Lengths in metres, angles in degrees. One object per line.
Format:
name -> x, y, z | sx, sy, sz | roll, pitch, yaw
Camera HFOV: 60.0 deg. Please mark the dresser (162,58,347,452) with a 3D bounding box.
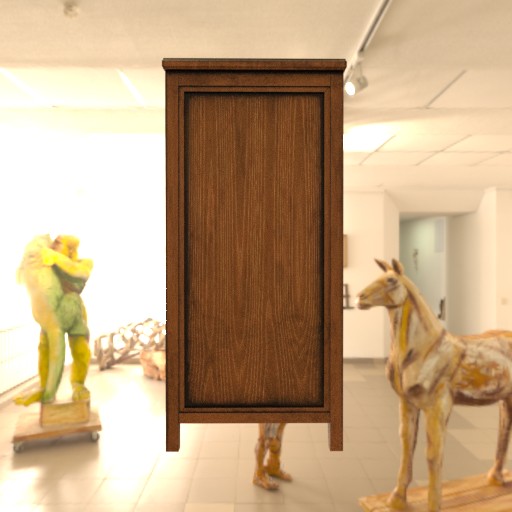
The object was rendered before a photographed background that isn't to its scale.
dresser -> 0.000, 0.000, 1.990 | 0.591, 1.224, 1.250 | 0, 0, -1
